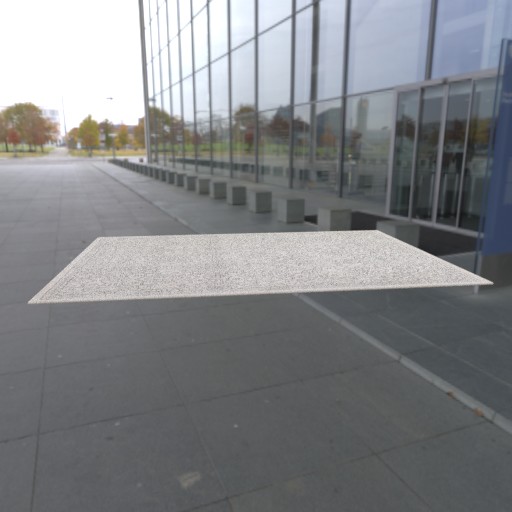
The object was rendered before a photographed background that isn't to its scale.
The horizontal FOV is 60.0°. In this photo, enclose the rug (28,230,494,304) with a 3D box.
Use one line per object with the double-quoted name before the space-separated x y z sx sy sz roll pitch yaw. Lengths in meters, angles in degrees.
"rug" 0.000 0.000 2.877 2.286 0.011 1.524 -2 14 -7
